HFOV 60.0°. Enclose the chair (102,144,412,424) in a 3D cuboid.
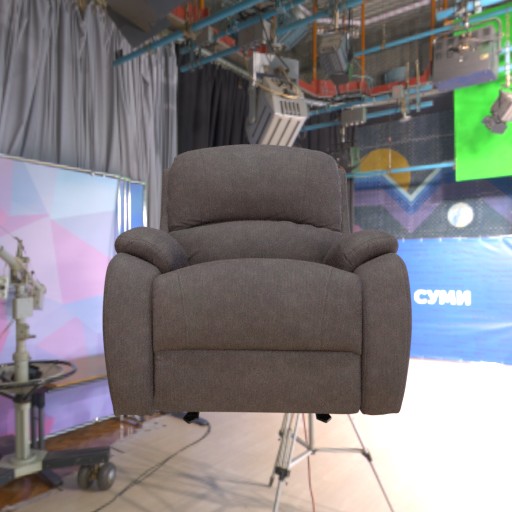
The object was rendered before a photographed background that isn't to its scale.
[{"bbox_3d":[0.000,0.000,1.708,0.930,1.011,0.899,0,0,-1],"label":"chair"}]
